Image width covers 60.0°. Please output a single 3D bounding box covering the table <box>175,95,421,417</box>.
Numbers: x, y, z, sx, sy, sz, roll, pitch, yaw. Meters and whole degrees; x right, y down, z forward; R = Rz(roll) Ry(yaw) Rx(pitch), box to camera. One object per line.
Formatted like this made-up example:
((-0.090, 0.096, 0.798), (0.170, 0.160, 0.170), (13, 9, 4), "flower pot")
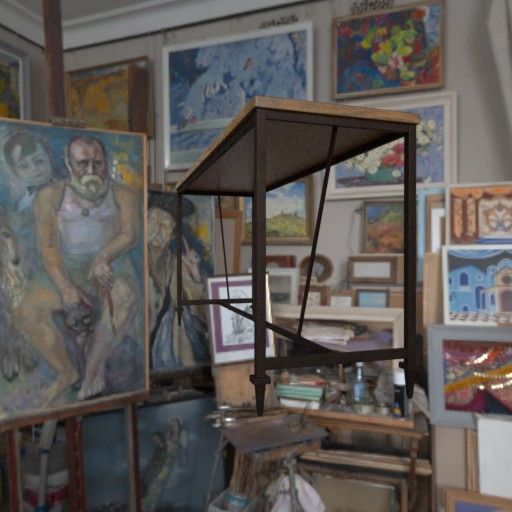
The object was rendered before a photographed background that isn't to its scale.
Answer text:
((0.000, 0.000, 2.119), (0.551, 0.902, 1.700), (0, 0, -18), "table")
